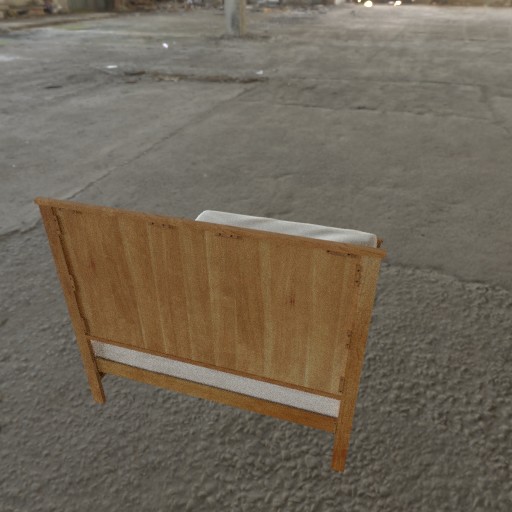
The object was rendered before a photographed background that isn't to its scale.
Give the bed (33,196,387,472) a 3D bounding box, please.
[{"bbox_3d":[0.000,0.000,3.588,1.936,1.686,2.201,10,33,15],"label":"bed"}]
